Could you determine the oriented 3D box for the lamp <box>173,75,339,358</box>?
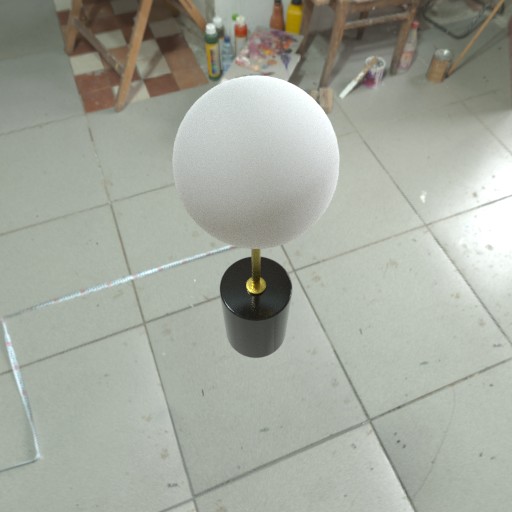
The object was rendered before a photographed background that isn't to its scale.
[{"bbox_3d":[0.000,0.000,0.552,0.153,0.480,0.153,0,59,0],"label":"lamp"}]
